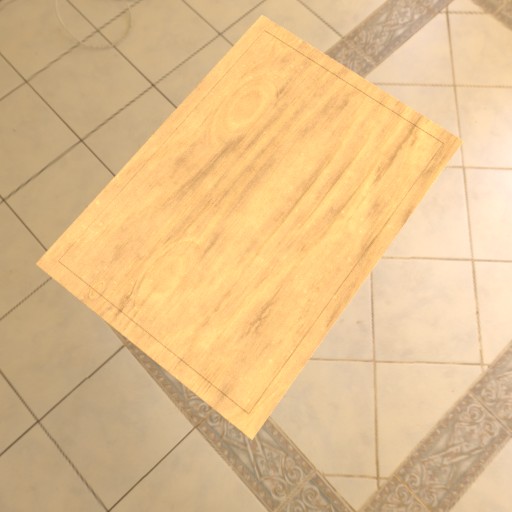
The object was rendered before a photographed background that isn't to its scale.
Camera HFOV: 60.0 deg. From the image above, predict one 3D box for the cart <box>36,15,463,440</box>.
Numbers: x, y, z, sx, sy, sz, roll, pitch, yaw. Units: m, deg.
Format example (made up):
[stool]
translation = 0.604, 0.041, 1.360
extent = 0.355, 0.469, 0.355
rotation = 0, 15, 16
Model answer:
[cart]
translation = 0.000, 0.000, 1.403
extent = 0.567, 0.920, 0.797
rotation = 36, 78, 9
